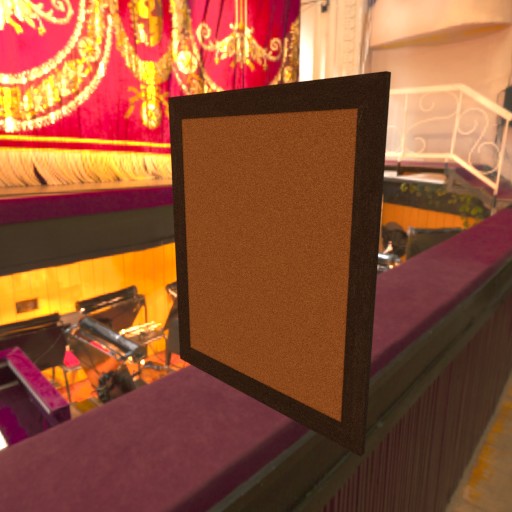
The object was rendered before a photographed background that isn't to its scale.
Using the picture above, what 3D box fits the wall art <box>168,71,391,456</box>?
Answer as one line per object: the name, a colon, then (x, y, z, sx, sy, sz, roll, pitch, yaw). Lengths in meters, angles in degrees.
wall art: (0.000, 0.000, 0.798, 0.476, 0.570, 0.013, 13, 19, 42)
